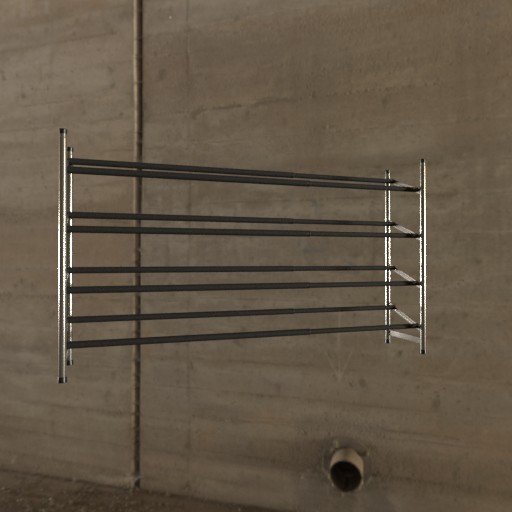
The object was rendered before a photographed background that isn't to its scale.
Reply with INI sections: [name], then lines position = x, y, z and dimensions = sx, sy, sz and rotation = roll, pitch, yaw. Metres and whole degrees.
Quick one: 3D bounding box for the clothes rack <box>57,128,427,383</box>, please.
[clothes rack]
position = 0.000, 0.000, 1.450
dimensions = 1.168, 0.672, 0.229
rotation = 0, 0, -18
